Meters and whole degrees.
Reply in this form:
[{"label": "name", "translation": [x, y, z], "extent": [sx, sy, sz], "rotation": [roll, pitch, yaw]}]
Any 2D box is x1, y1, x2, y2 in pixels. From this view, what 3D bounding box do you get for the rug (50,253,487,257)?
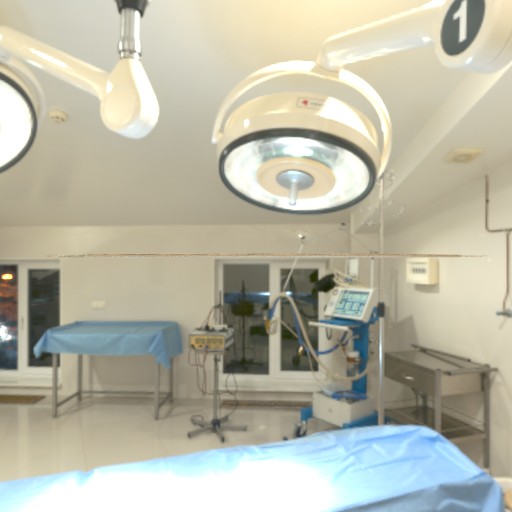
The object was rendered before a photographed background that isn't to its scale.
[{"label": "rug", "translation": [0.000, 0.000, 3.101], "extent": [2.465, 0.023, 1.619], "rotation": [0, 0, -17]}]
